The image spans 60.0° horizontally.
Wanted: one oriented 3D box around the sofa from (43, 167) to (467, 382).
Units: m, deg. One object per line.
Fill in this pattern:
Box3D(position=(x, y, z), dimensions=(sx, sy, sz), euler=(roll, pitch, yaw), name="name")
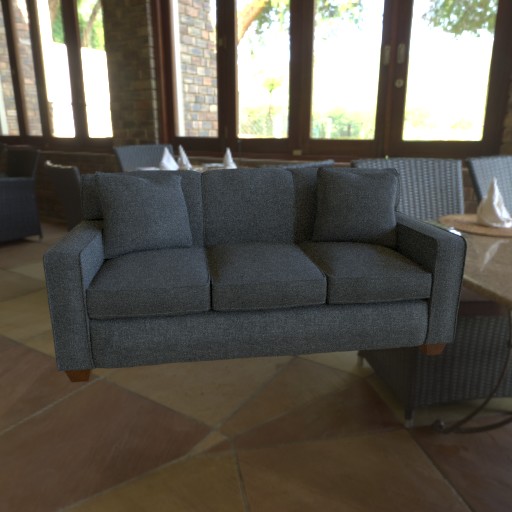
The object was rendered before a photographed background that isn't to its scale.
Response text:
Box3D(position=(0.000, 0.000, 2.532), dimensions=(2.024, 0.958, 0.997), euler=(-2, 16, -8), name="sofa")
